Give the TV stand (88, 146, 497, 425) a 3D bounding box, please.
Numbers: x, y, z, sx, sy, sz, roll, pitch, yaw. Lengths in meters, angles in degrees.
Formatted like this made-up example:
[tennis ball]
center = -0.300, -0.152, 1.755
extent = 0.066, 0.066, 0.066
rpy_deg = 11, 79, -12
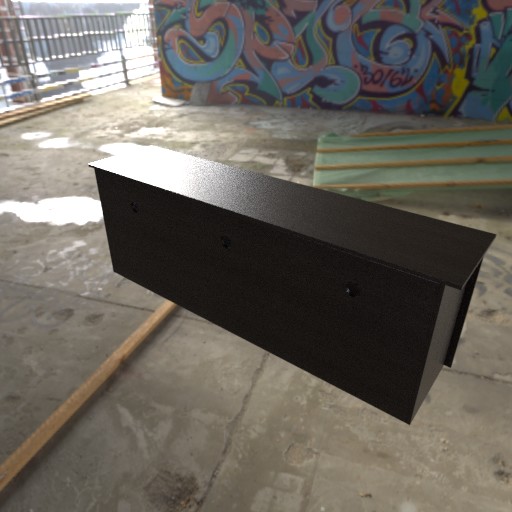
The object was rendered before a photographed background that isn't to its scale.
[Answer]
[TV stand]
center = 0.000, 0.000, 2.008
extent = 1.778, 0.610, 0.406
rpy_deg = 21, 36, 32
